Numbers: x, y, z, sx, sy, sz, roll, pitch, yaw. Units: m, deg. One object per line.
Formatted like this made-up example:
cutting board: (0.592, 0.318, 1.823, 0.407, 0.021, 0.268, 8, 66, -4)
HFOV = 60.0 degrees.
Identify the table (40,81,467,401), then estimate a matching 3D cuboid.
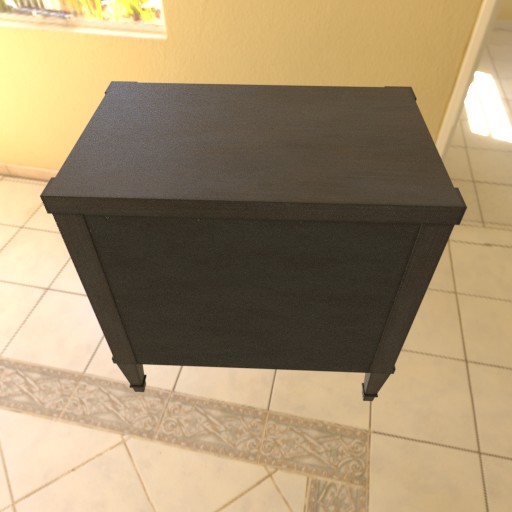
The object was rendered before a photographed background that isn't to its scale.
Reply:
table: (0.000, 0.000, 1.062, 0.660, 0.660, 0.413, 2, 46, 2)
